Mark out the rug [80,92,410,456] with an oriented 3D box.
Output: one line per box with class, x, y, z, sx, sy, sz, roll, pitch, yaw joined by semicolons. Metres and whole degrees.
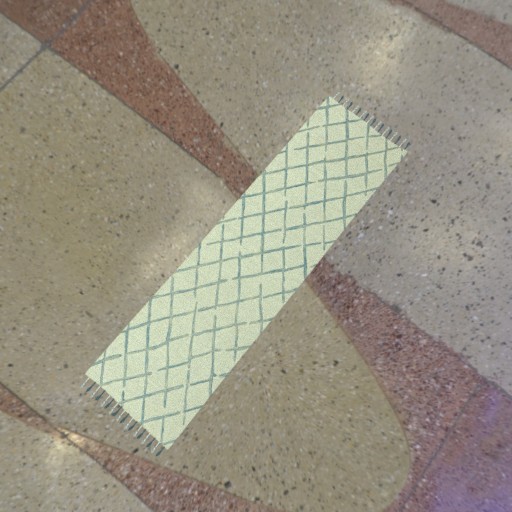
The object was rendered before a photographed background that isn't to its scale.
rug;0.000;0.000;2.610;0.620;0.008;2.372;38;79;9
